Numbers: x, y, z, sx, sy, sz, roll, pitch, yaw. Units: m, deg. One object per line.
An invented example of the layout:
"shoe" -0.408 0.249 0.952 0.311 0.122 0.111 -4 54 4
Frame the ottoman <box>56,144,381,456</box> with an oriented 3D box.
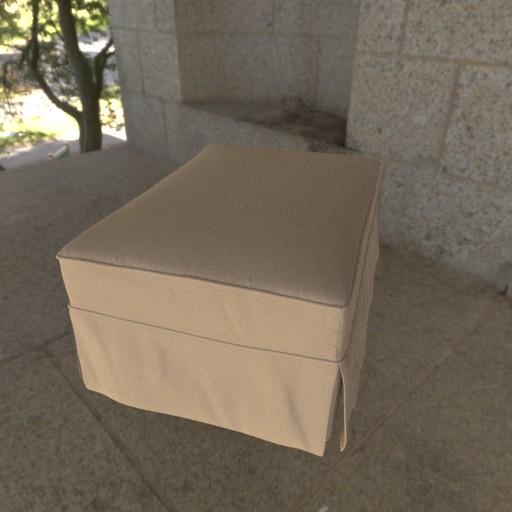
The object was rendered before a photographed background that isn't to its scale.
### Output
"ottoman" 0.000 0.000 1.348 0.721 0.482 0.959 9 31 15
